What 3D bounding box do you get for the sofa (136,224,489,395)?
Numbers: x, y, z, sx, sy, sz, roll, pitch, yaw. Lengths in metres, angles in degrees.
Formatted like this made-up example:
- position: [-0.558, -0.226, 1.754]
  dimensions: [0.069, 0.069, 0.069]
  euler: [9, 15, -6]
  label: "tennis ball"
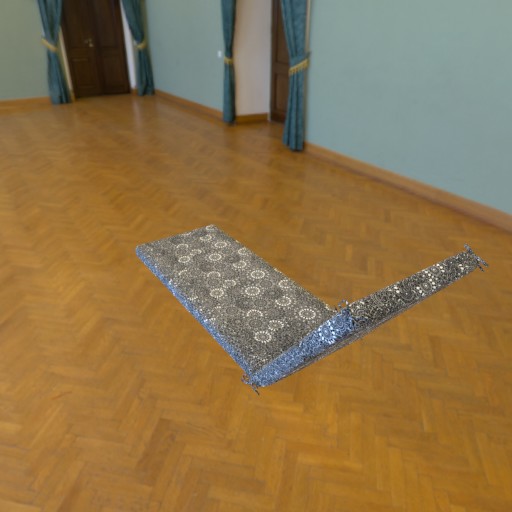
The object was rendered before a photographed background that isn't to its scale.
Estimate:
- position: [0.000, 0.000, 1.904]
  dimensions: [0.582, 0.622, 1.663]
  euler: [-19, 35, -30]
  label: "sofa"
